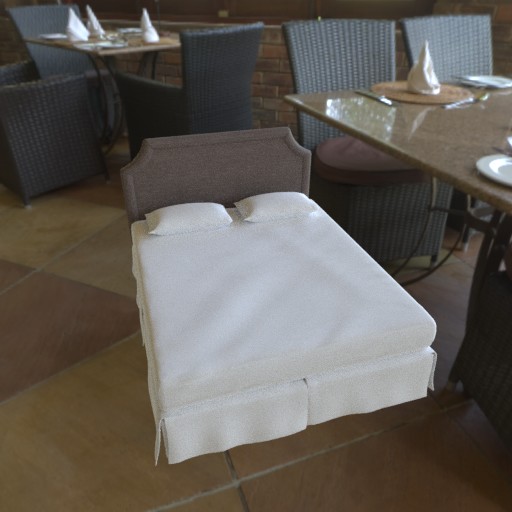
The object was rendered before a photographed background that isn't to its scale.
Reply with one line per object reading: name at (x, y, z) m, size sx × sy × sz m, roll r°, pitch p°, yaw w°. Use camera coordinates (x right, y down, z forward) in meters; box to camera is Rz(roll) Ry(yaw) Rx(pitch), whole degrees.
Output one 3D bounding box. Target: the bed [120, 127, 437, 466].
bed at (0.000, 0.000, 4.163) m, size 2.350 × 1.590 × 2.773 m, roll -9°, pitch 33°, yaw -15°
